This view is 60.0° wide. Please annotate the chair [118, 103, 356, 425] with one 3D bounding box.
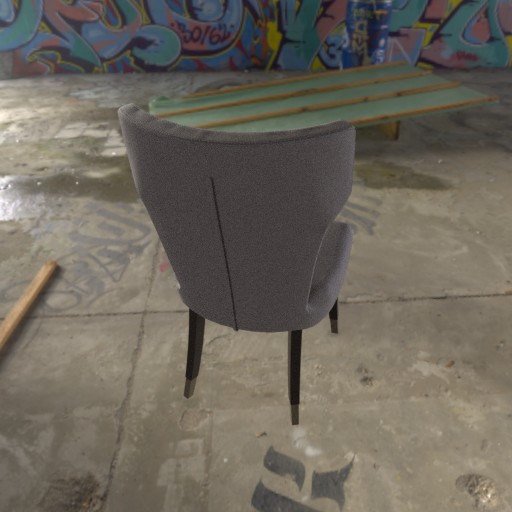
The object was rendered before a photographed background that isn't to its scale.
[{"bbox_3d":[0.000,0.000,1.311,0.526,0.950,0.630,9,35,13],"label":"chair"}]
